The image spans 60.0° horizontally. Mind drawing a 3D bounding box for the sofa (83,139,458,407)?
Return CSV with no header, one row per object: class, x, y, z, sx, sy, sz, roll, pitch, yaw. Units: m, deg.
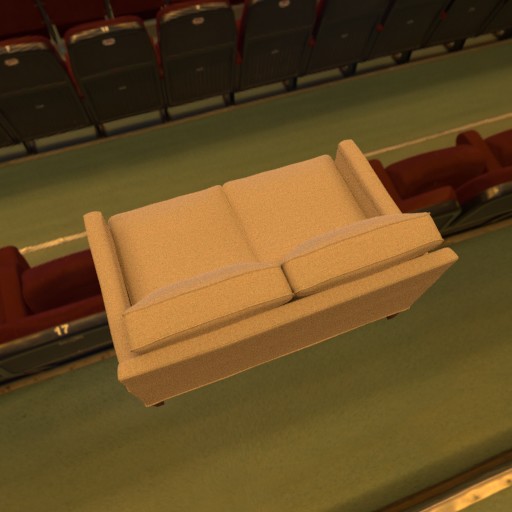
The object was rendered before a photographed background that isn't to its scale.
sofa,0.000,0.000,2.346,1.597,1.003,1.084,-18,60,-11
